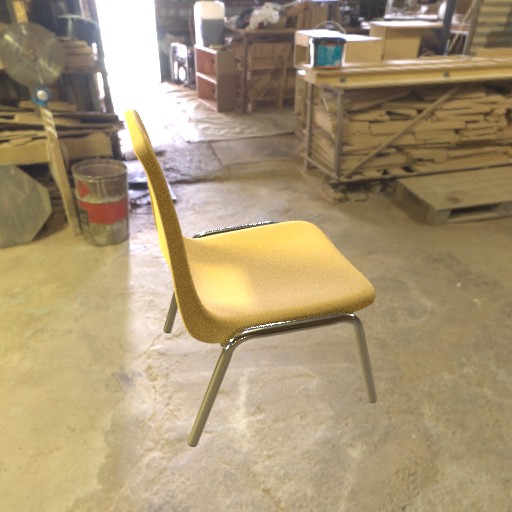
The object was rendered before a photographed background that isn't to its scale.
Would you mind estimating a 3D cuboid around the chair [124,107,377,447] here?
[{"bbox_3d":[0.000,0.000,0.811,0.385,0.536,0.354,-10,33,-15],"label":"chair"}]
